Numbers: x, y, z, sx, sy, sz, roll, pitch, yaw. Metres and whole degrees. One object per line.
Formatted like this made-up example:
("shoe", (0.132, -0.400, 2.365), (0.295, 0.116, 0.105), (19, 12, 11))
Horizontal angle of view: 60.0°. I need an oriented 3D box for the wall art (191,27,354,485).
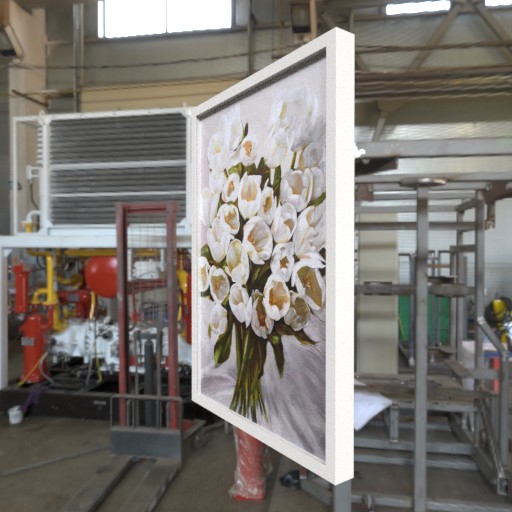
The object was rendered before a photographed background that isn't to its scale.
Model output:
("wall art", (0.000, 0.000, 0.830), (0.038, 0.657, 0.450), (0, 1, -35))
